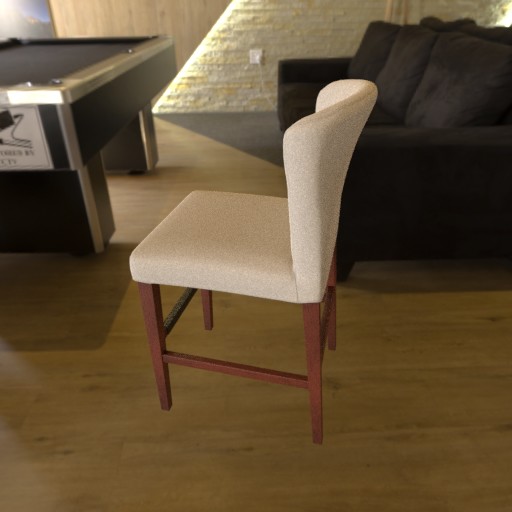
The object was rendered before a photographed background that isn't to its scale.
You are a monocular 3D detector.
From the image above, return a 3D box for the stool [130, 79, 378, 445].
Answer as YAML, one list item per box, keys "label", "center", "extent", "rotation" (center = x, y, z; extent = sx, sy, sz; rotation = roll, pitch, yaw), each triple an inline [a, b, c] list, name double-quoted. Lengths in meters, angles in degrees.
- label: "stool"
  center: [0.000, 0.000, 1.299]
  extent: [0.568, 0.968, 0.479]
  rotation: [7, 31, 12]
